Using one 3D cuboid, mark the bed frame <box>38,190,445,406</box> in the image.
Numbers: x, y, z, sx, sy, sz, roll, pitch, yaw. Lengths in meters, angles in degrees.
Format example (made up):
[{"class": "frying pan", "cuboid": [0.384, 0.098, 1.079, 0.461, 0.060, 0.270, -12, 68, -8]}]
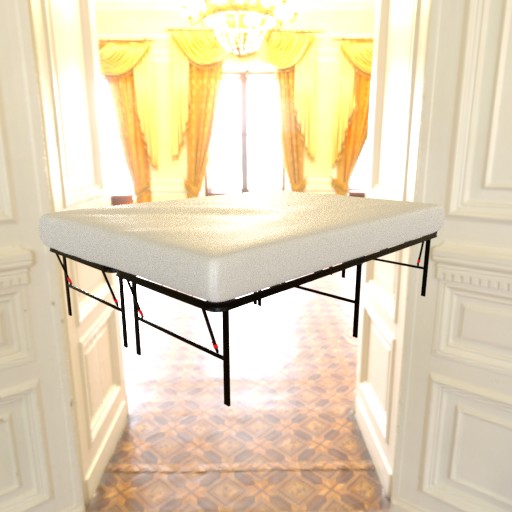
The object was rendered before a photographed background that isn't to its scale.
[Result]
[{"class": "bed frame", "cuboid": [0.000, 0.000, 2.848, 1.584, 0.667, 2.151, 13, 19, 42]}]
